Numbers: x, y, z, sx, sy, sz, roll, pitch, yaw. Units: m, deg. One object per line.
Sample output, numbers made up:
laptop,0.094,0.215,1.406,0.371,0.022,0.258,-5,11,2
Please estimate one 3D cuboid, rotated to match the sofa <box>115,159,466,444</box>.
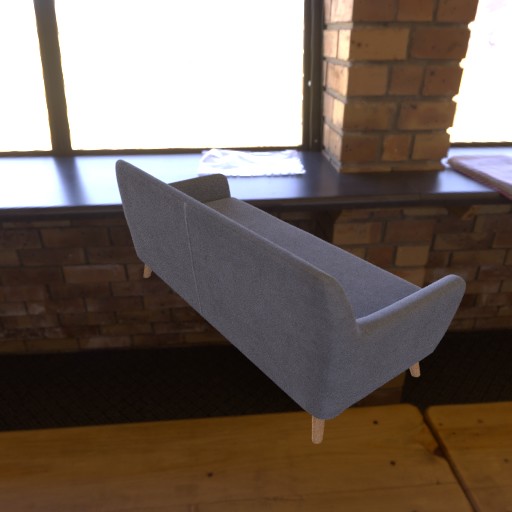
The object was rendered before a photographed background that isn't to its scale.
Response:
sofa,0.000,0.000,2.432,0.830,0.830,1.970,-18,32,-32
